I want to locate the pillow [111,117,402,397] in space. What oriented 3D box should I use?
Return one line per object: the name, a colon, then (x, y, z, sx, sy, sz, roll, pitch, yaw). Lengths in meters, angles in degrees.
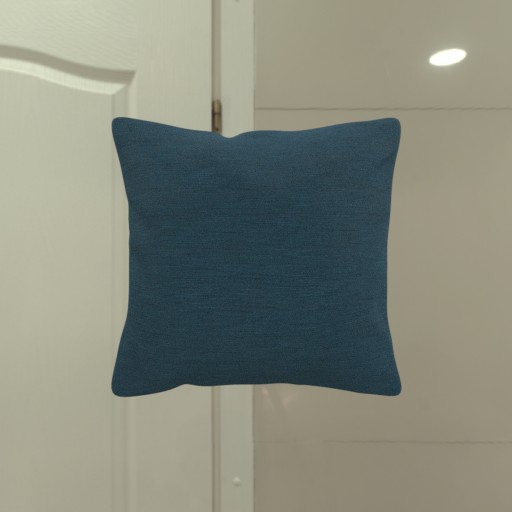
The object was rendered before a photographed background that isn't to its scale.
pillow: (0.000, 0.000, 0.666, 0.437, 0.420, 0.177, 0, 0, 0)
